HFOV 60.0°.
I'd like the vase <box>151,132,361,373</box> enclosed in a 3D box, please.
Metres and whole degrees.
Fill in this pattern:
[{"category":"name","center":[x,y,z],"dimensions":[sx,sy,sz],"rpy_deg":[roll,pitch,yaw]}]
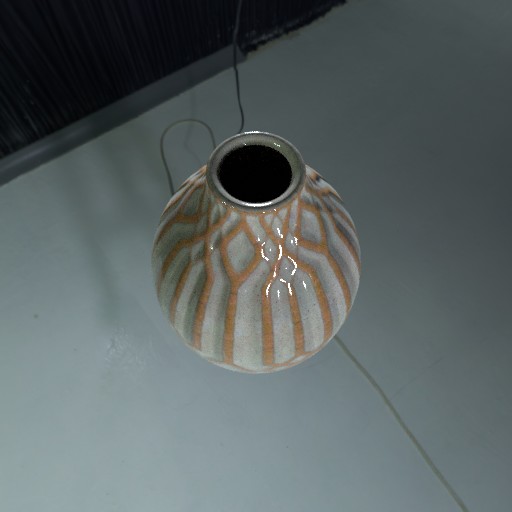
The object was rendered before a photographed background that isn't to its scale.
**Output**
[{"category":"vase","center":[0.000,0.000,0.273],"dimensions":[0.131,0.175,0.131],"rpy_deg":[0,64,0]}]
